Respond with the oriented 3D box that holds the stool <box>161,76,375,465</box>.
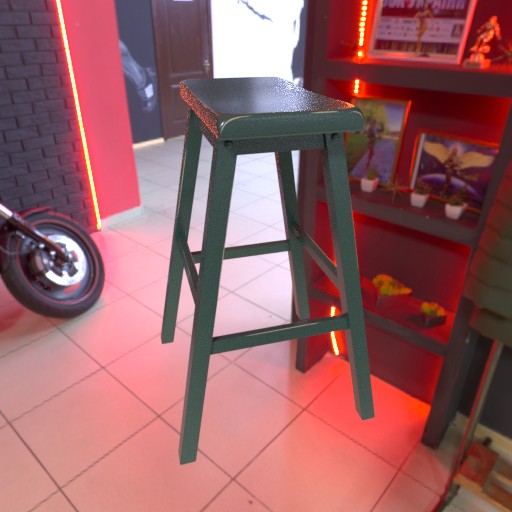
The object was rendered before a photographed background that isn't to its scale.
[{"bbox_3d":[0.000,0.000,1.046,0.476,0.737,0.457,-8,30,-14],"label":"stool"}]
